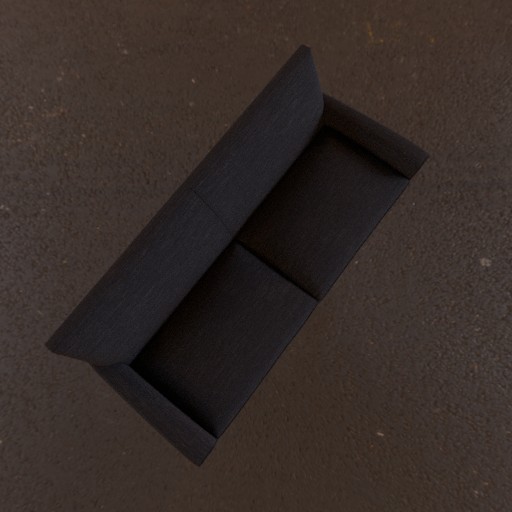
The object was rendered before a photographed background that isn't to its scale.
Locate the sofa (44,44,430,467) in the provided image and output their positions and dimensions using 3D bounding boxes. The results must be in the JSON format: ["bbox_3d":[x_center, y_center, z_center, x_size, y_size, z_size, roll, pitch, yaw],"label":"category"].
[{"bbox_3d":[0.000,0.000,2.433,0.875,0.846,1.976,37,80,8],"label":"sofa"}]
